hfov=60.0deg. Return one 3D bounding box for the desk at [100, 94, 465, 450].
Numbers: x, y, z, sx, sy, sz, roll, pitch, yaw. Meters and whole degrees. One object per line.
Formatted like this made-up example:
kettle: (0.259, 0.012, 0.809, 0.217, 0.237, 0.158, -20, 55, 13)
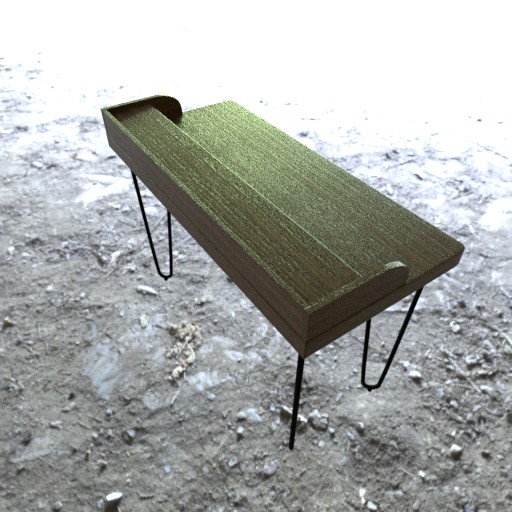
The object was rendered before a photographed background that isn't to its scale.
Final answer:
desk: (0.000, 0.000, 1.660, 0.565, 0.854, 1.200, -25, 47, -25)
